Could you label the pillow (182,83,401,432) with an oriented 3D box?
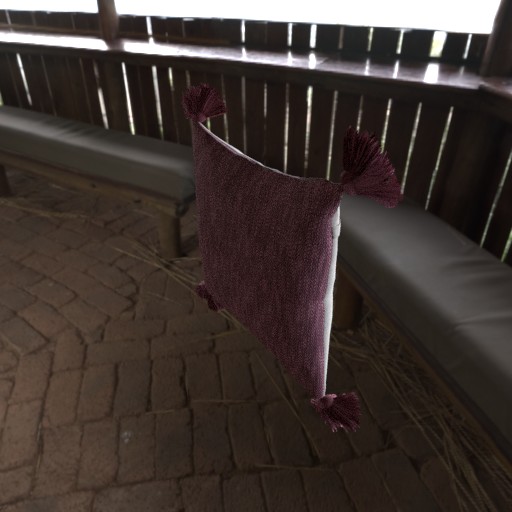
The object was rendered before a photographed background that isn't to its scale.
[{"bbox_3d":[0.000,0.000,0.974,0.138,0.659,0.641,-21,37,-30],"label":"pillow"}]
